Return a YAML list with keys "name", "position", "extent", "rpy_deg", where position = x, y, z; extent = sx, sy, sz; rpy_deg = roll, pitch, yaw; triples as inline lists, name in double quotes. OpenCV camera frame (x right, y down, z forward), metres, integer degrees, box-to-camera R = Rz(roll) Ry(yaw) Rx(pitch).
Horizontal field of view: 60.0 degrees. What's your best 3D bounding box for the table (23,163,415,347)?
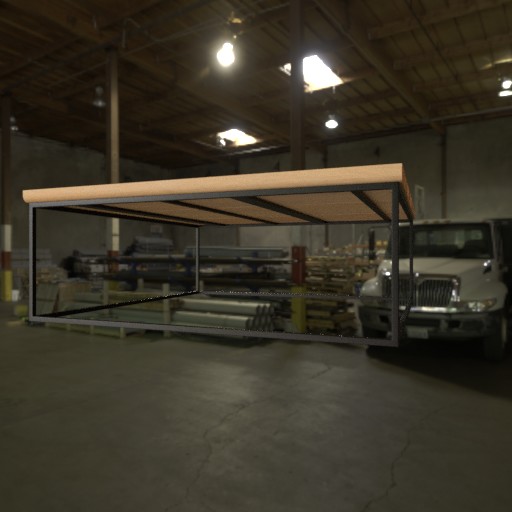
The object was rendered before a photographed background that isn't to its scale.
- name: "table"
  position: [0.000, 0.000, 1.666]
  extent: [1.100, 0.400, 1.100]
  rpy_deg: [0, 0, 21]
